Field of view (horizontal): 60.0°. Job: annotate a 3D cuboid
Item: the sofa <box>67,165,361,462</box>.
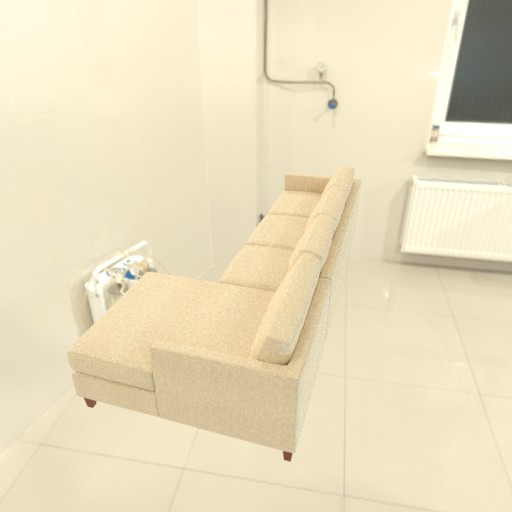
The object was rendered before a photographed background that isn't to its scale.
[{"bbox_3d":[0.000,0.000,4.182,1.603,0.954,3.471,9,30,15],"label":"sofa"}]
